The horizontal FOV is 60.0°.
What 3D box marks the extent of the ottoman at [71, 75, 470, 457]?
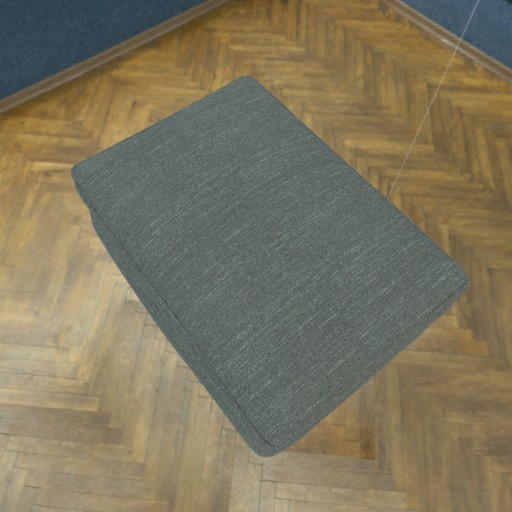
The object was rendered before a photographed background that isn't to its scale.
[{"bbox_3d":[0.000,0.000,0.969,0.508,0.406,0.686,-34,68,-16],"label":"ottoman"}]
